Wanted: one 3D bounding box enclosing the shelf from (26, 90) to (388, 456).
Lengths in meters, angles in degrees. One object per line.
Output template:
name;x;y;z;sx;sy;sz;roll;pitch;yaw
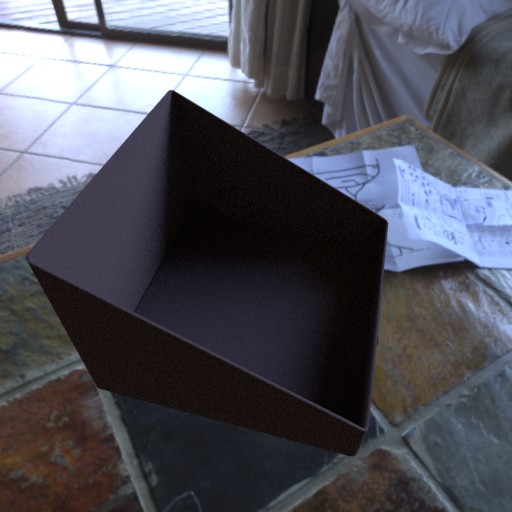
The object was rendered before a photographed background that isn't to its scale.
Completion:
shelf;0.000;0.000;0.486;0.292;0.210;0.292;11;48;10
